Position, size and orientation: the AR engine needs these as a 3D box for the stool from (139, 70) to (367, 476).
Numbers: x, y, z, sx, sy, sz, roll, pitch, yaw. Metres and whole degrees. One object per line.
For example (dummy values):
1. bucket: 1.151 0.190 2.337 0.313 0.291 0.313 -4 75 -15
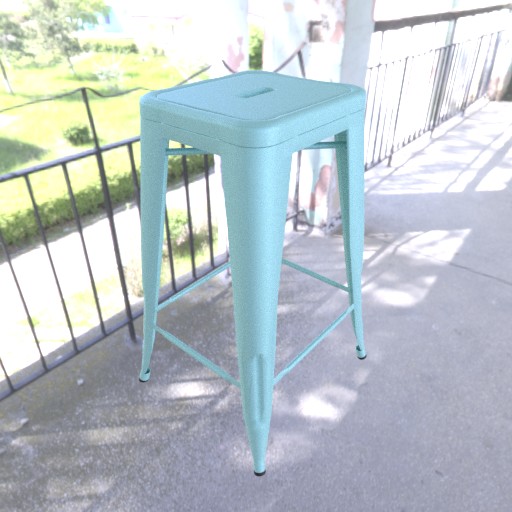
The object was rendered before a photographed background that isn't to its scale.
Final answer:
1. stool: 0.000 0.000 0.851 0.359 0.609 0.399 24 40 33
